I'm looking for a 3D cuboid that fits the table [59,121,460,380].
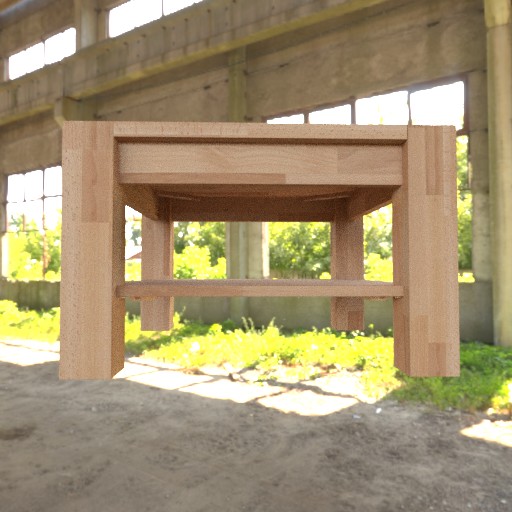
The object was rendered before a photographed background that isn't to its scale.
[{"bbox_3d":[0.000,0.000,1.129,0.700,0.451,0.700,0,-2,-2],"label":"table"}]
